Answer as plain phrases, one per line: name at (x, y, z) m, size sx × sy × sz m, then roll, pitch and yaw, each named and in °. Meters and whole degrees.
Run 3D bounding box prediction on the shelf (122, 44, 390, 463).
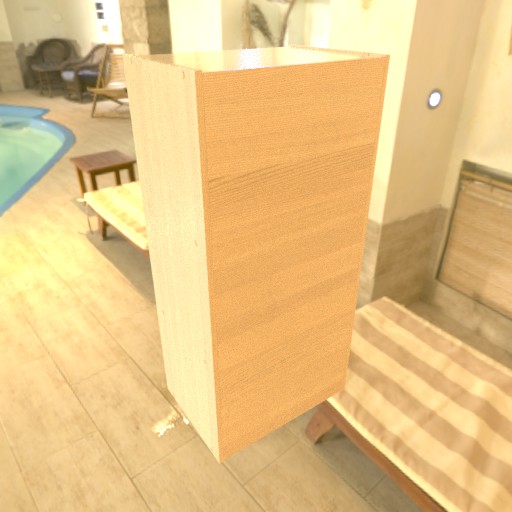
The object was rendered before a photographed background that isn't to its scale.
shelf at (0.000, 0.000, 1.054) m, size 0.417 × 0.876 × 0.292 m, roll -19°, pitch 35°, yaw -30°
